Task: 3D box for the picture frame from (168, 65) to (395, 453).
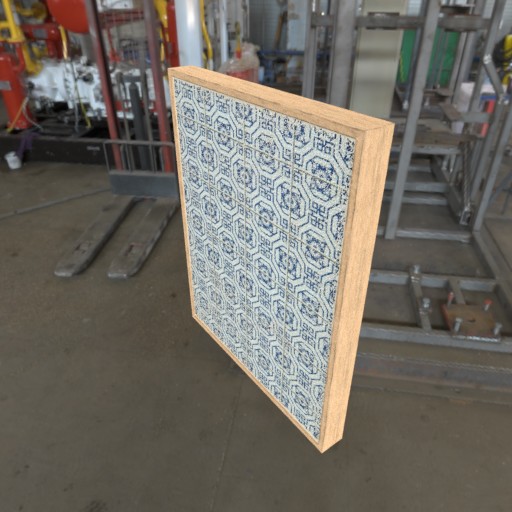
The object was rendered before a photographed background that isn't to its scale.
[{"bbox_3d":[0.000,0.000,0.731,0.046,0.526,0.421,-22,39,-30],"label":"picture frame"}]
